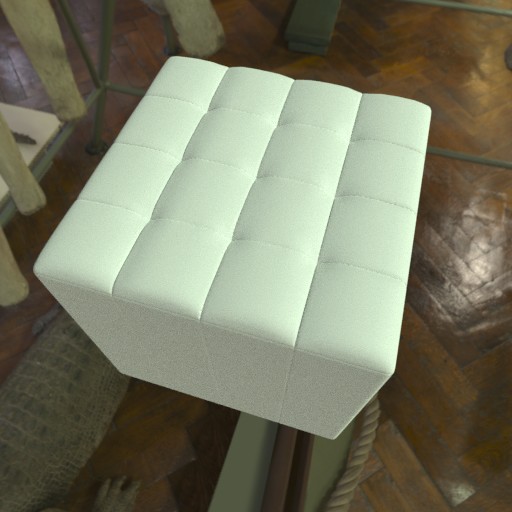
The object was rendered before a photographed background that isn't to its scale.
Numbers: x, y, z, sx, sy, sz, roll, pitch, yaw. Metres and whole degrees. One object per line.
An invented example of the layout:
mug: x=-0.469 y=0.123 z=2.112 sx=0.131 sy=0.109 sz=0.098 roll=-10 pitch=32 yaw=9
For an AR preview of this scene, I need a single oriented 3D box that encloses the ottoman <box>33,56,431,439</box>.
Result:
ottoman: x=0.000 y=0.000 z=0.758 sx=0.425 sy=0.432 sz=0.425 roll=15 pitch=60 yaw=9
